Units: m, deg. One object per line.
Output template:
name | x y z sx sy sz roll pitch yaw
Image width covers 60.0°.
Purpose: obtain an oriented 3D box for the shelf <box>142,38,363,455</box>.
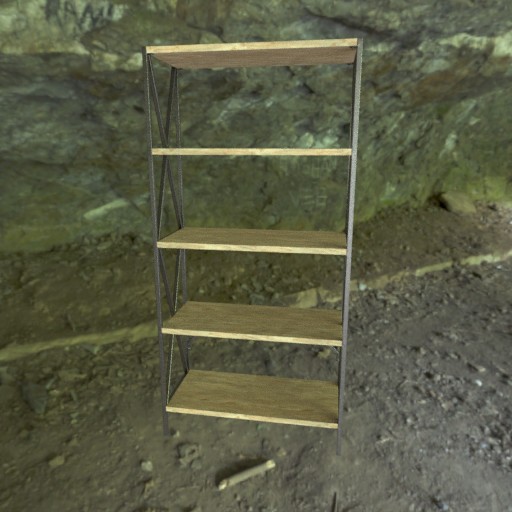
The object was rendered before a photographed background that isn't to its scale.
shelf | 0.000 0.000 2.124 0.874 1.803 0.386 2 14 9
